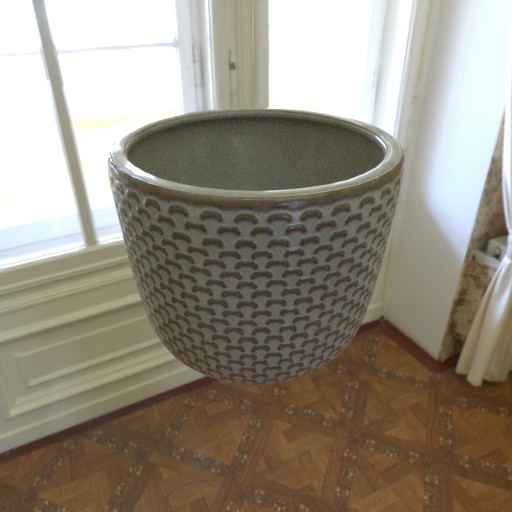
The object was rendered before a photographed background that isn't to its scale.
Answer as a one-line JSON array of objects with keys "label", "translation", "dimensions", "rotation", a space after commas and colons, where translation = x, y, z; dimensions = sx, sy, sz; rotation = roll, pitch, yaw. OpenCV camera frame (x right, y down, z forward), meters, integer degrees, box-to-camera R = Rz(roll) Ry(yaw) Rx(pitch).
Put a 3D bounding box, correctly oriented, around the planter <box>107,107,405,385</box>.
[{"label": "planter", "translation": [0.000, 0.000, 0.245], "dimensions": [0.139, 0.130, 0.139], "rotation": [0, 31, 0]}]
